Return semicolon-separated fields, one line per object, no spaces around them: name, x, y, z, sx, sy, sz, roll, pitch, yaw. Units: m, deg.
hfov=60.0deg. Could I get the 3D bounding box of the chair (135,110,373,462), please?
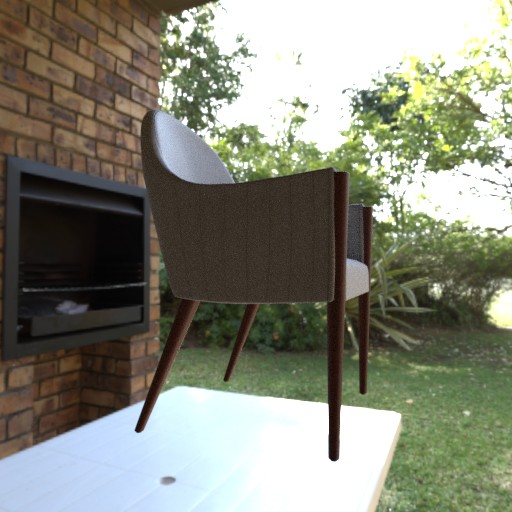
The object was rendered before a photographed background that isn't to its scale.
chair;0.000;0.000;1.297;0.620;0.889;0.610;-1;-2;20
